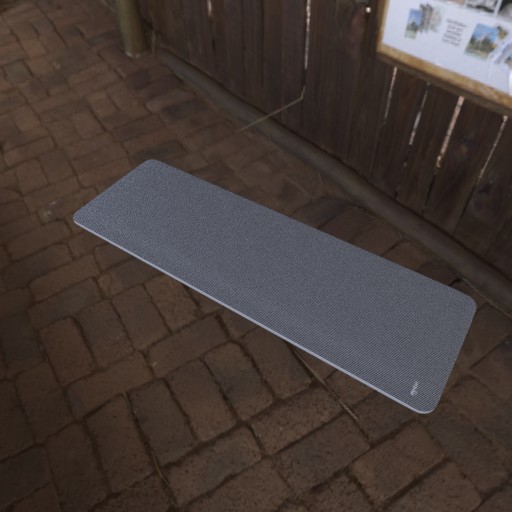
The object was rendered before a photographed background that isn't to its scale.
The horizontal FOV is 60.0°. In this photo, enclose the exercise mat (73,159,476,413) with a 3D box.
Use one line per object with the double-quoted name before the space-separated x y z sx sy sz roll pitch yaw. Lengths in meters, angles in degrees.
"exercise mat" 0.000 0.000 2.071 1.884 0.021 0.616 26 53 22
